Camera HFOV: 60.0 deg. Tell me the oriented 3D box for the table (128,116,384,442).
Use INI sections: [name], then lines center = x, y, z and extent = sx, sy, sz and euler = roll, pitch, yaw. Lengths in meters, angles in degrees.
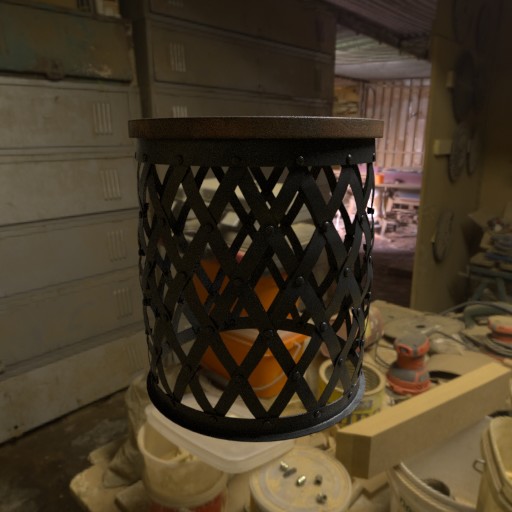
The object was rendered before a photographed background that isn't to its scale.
[table]
center = 0.000, 0.000, 0.783
extent = 0.405, 0.454, 0.405
euler = 0, 15, 0
